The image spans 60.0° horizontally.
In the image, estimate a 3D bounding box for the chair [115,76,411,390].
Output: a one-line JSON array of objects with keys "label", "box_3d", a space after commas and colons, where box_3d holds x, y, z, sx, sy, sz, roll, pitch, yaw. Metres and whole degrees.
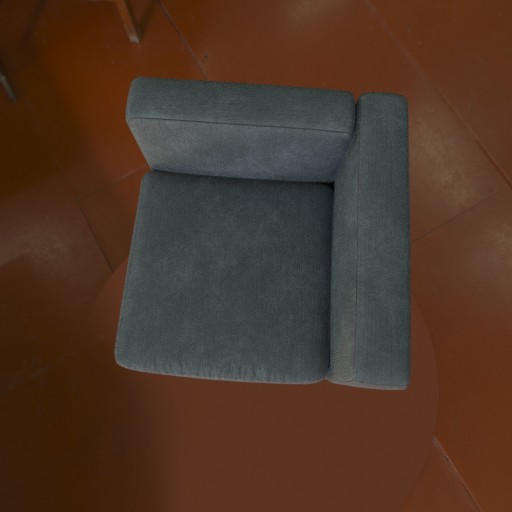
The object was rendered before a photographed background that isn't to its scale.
[{"label": "chair", "box_3d": [0.000, 0.000, 1.241, 0.680, 0.660, 0.680, 4, 75, 1]}]
